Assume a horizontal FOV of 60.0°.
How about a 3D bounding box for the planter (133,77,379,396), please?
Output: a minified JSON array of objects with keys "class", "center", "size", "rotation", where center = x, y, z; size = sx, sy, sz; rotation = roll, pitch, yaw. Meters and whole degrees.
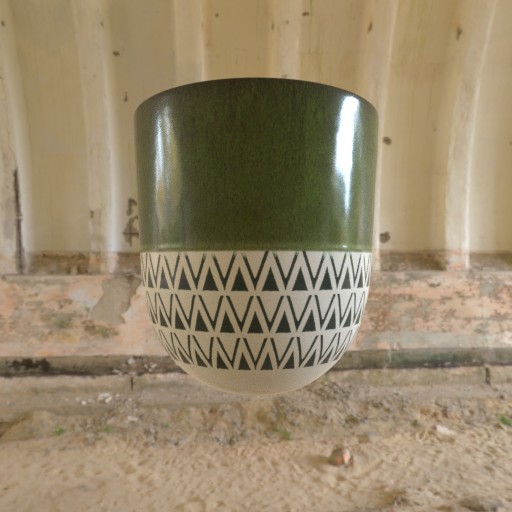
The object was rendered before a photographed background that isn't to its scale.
[{"class":"planter","center":[0.000,0.000,0.458],"size":[0.245,0.270,0.245],"rotation":[0,-1,0]}]
